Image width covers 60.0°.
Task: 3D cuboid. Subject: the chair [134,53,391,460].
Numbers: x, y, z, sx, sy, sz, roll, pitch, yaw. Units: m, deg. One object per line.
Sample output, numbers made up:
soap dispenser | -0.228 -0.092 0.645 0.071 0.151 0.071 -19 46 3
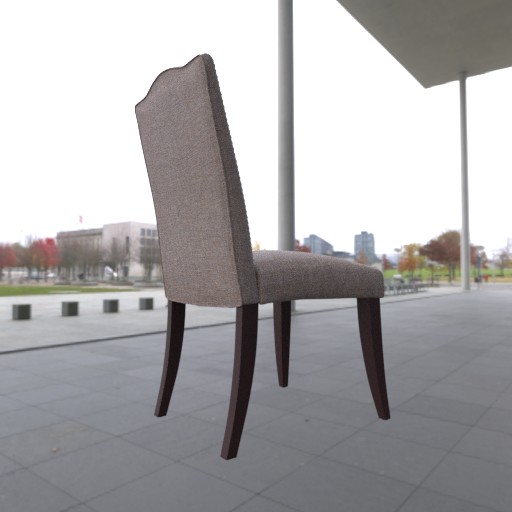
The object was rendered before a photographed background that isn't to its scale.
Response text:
chair | 0.000 0.000 1.403 0.660 1.016 0.513 2 -3 -37
